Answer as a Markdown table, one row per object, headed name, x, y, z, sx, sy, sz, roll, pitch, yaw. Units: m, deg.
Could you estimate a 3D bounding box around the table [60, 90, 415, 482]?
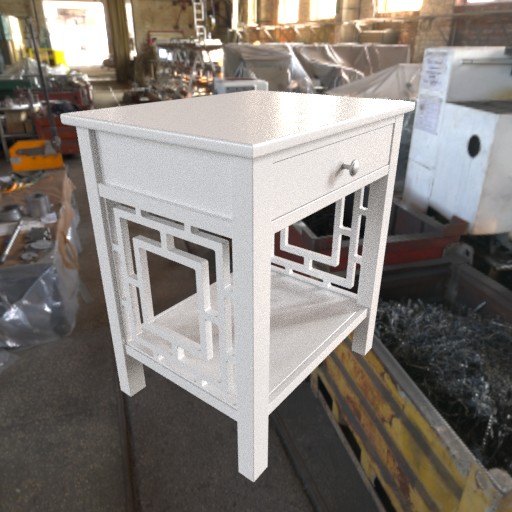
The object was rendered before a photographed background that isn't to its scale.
| name | x | y | z | sx | sy | sz | roll | pitch | yaw |
| --- | --- | --- | --- | --- | --- | --- | --- | --- | --- |
| table | 0.000 | 0.000 | 1.008 | 0.451 | 0.646 | 0.564 | 19 | 31 | 34 |
